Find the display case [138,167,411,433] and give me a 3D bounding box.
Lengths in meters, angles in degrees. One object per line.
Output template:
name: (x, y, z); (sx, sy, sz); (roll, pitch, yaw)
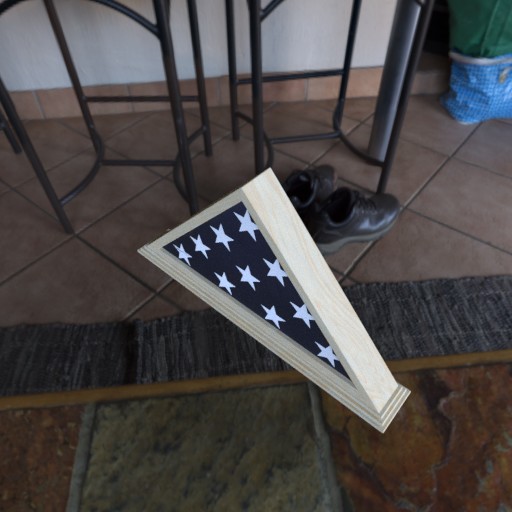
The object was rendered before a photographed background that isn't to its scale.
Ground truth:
display case: (0.000, 0.000, 0.781); (0.640, 0.340, 0.095); (32, 55, 27)
